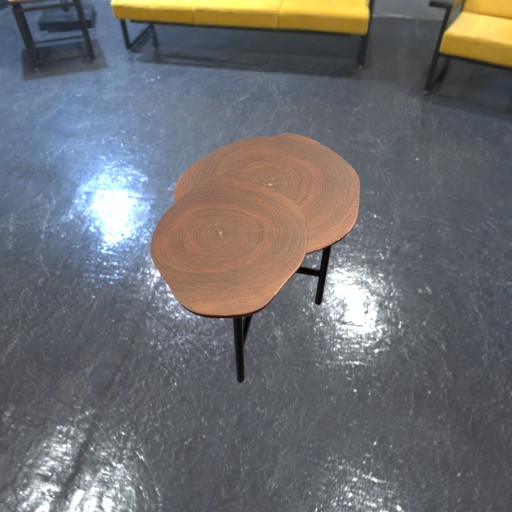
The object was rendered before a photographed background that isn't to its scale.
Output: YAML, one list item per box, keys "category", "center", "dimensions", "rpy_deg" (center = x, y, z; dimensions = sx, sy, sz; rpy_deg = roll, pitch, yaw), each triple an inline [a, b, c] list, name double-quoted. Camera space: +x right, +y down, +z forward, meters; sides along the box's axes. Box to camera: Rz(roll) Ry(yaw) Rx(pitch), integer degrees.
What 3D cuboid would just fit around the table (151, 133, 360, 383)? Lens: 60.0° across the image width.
- category: "table"
  center: [0.000, 0.000, 1.078]
  dimensions: [0.442, 0.538, 0.759]
  rpy_deg: [10, 47, 10]
